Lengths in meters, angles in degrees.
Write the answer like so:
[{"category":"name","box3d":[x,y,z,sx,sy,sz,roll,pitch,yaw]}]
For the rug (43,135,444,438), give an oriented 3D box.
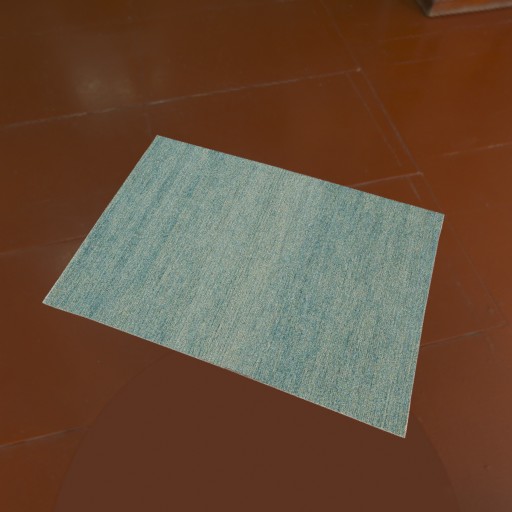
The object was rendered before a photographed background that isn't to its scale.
[{"category":"rug","box3d":[0.000,0.000,2.982,2.305,0.029,1.593,18,60,10]}]
